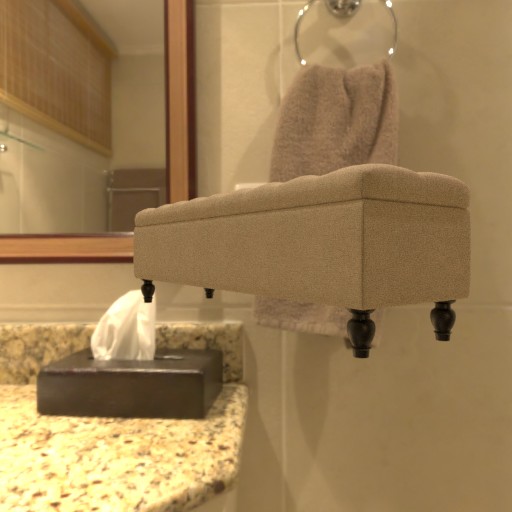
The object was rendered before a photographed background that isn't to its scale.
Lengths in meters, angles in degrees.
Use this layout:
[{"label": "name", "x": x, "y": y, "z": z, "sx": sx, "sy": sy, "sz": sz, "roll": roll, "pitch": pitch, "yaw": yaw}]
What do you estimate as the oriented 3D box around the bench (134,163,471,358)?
[{"label": "bench", "x": 0.000, "y": 0.000, "z": 1.713, "sx": 0.455, "sy": 0.467, "sz": 1.480, "roll": 0, "pitch": 1, "yaw": -35}]
